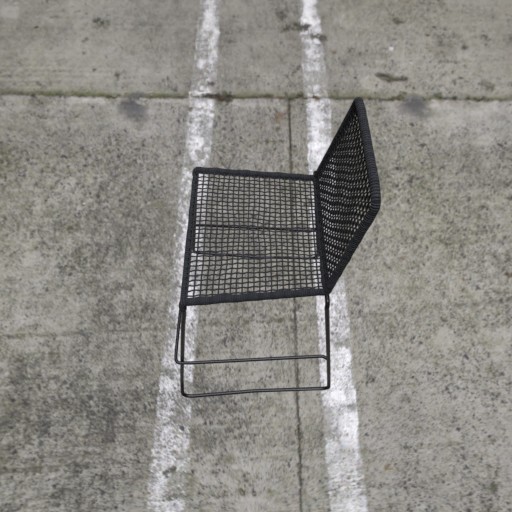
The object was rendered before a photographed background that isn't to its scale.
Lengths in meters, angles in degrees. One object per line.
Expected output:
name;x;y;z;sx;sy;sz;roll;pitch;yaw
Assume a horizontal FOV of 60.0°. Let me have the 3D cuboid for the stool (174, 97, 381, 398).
stool;0.000;0.000;1.288;0.509;0.905;0.590;0;58;0
